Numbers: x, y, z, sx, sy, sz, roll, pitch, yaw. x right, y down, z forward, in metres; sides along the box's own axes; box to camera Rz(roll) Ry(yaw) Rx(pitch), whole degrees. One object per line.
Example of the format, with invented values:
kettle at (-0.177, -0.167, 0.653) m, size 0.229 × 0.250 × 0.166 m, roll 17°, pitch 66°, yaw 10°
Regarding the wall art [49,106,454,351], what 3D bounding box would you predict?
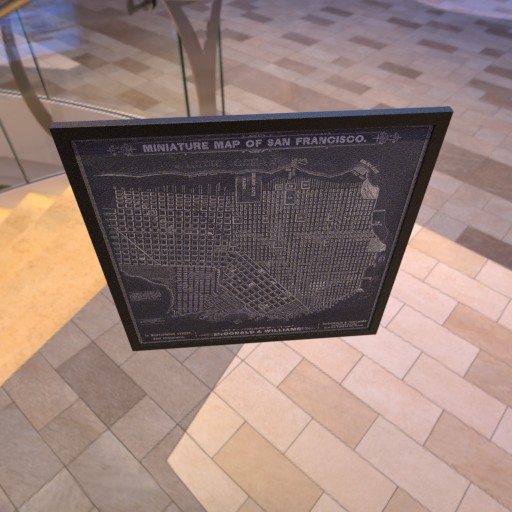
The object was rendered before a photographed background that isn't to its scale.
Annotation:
wall art at (0.000, 0.000, 1.180) m, size 0.807 × 0.807 × 0.022 m, roll -3°, pitch 46°, yaw -3°
